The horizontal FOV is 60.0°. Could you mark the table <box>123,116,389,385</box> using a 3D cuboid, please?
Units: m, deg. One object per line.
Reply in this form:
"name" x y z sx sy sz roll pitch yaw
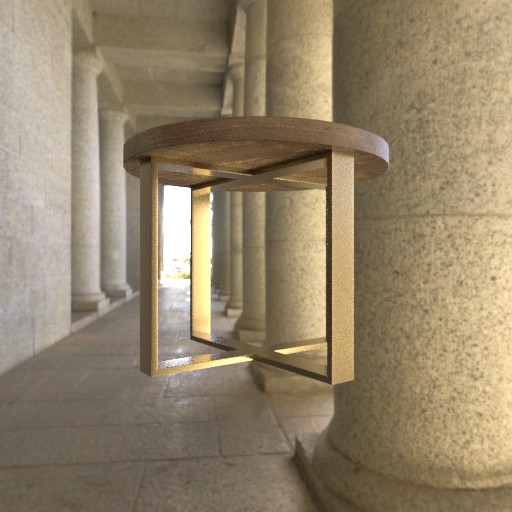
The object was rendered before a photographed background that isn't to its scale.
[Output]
"table" 0.000 0.000 0.971 0.557 0.437 0.557 0 0 0
